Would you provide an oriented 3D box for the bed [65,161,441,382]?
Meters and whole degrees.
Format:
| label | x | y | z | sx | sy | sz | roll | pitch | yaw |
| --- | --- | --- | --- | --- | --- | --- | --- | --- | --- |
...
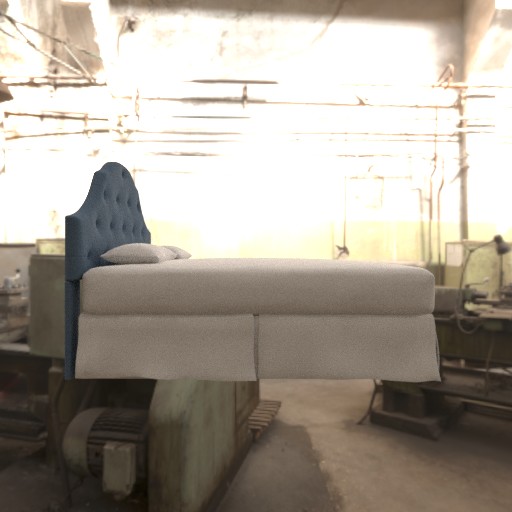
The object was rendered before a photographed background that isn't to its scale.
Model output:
| label | x | y | z | sx | sy | sz | roll | pitch | yaw |
| --- | --- | --- | --- | --- | --- | --- | --- | --- | --- |
| bed | 0.000 | 0.000 | 3.846 | 2.477 | 1.617 | 2.039 | 0 | 0 | 0 |
